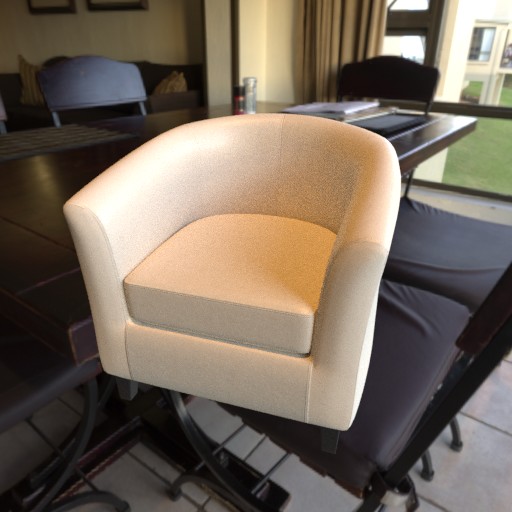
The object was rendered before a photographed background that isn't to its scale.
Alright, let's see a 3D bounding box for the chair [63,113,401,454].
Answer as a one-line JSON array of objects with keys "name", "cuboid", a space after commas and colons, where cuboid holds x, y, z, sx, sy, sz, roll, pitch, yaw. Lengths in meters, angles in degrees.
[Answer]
[{"name": "chair", "cuboid": [0.000, 0.000, 1.376, 0.792, 0.756, 0.727, 8, 28, 16]}]
